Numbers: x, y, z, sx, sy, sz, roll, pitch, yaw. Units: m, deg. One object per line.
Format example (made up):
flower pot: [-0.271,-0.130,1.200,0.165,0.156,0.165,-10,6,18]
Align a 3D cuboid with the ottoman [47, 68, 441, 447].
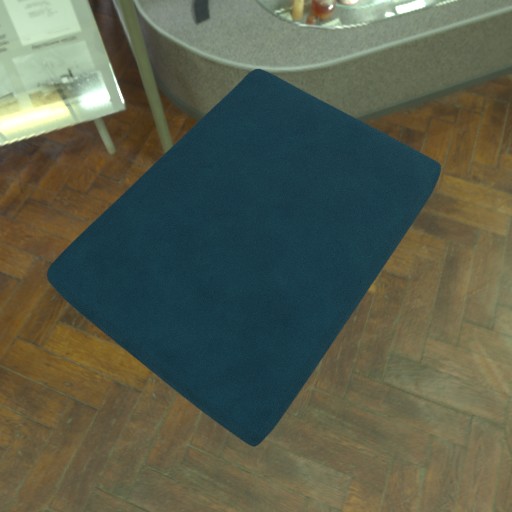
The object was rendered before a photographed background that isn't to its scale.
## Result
ottoman: [0.000,0.000,1.155,0.572,0.503,0.773,33,68,15]
